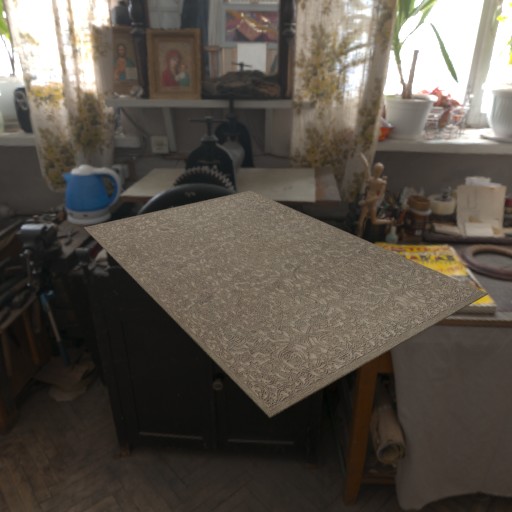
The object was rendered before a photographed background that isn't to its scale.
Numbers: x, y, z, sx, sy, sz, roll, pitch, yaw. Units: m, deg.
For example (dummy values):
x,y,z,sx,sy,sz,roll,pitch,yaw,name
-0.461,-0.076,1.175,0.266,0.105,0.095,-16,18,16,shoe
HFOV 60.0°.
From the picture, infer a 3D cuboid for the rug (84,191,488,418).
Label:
x,y,z,sx,sy,sz,roll,pitch,yaw,name
0.000,0.000,2.310,1.221,0.006,1.827,-18,31,-32,rug
